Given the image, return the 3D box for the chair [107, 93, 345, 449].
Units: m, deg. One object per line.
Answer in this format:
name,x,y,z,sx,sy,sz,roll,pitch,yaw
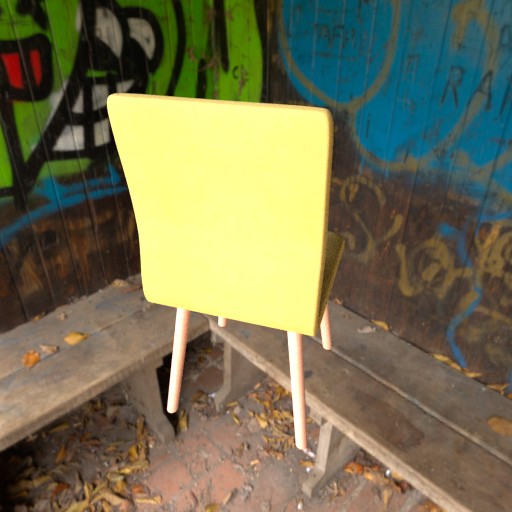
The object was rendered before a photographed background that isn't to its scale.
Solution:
chair,0.000,0.000,1.270,0.450,0.965,0.550,10,33,15
